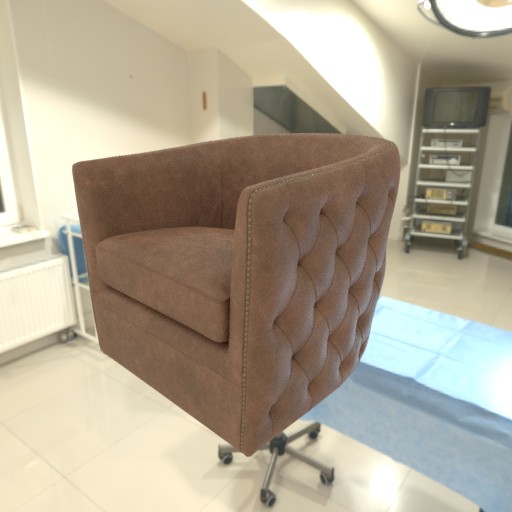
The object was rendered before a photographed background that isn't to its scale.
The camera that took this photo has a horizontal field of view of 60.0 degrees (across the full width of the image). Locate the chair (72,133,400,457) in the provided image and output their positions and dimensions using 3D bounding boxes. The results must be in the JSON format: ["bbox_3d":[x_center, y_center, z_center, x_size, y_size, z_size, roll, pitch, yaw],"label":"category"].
[{"bbox_3d":[0.000,0.000,1.525,0.850,0.790,0.870,16,24,41],"label":"chair"}]
